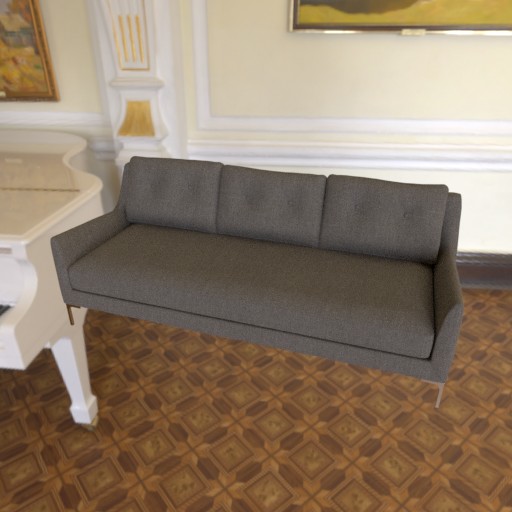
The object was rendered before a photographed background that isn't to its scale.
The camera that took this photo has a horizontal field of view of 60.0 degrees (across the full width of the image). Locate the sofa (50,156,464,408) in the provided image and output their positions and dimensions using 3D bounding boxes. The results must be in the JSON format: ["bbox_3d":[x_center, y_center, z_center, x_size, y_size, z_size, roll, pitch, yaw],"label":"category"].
[{"bbox_3d":[0.000,0.000,2.450,2.060,0.837,0.849,9,28,17],"label":"sofa"}]
